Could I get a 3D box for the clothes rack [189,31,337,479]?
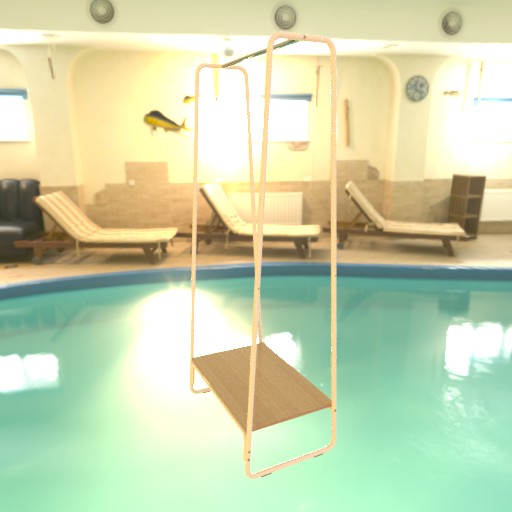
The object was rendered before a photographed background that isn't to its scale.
[{"bbox_3d":[0.000,0.000,1.765,0.400,1.500,0.640,-7,17,-26],"label":"clothes rack"}]
